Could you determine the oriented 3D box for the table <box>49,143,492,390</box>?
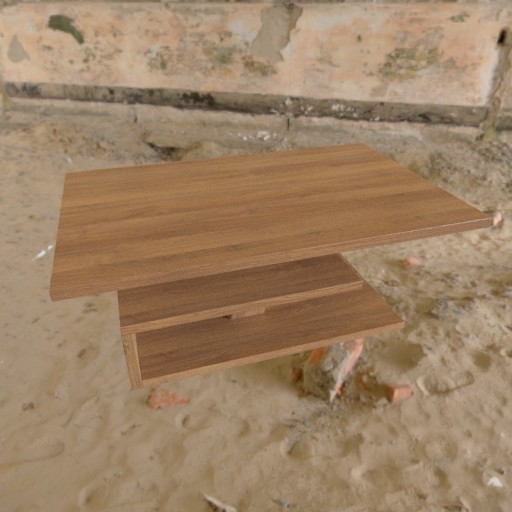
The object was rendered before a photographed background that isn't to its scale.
[{"bbox_3d":[0.000,0.000,1.437,1.100,0.442,0.700,-9,32,-15],"label":"table"}]
